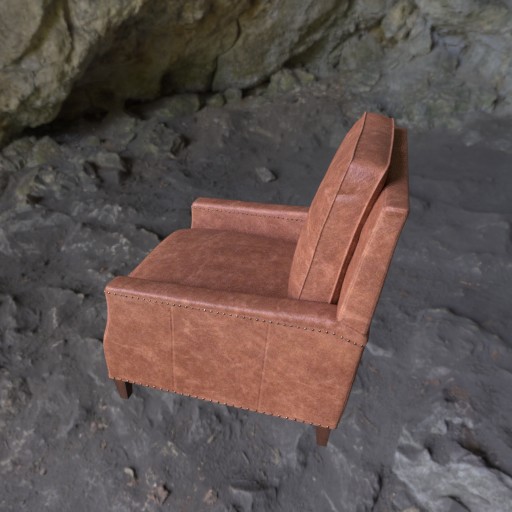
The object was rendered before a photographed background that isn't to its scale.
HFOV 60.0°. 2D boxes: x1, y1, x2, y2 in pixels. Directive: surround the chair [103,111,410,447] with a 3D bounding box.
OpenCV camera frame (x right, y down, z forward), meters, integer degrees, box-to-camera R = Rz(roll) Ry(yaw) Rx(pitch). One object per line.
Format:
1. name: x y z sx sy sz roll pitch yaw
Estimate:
1. chair: 0.000 0.000 1.785 1.035 1.054 0.854 8 31 14
